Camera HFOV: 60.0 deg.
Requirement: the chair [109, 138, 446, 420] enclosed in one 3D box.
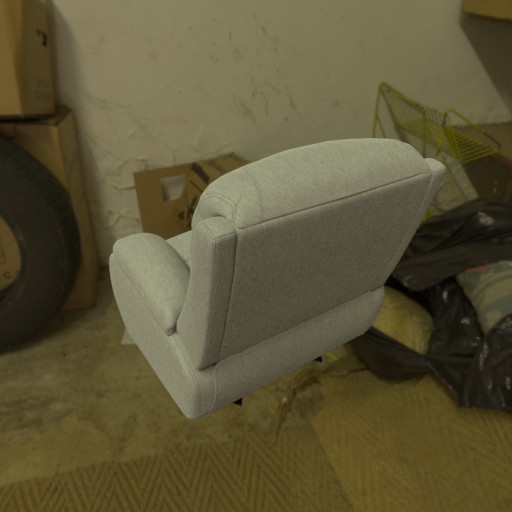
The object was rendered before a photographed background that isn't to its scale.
[{"bbox_3d":[0.000,0.000,1.705,0.930,1.011,0.899,-19,35,-30],"label":"chair"}]
